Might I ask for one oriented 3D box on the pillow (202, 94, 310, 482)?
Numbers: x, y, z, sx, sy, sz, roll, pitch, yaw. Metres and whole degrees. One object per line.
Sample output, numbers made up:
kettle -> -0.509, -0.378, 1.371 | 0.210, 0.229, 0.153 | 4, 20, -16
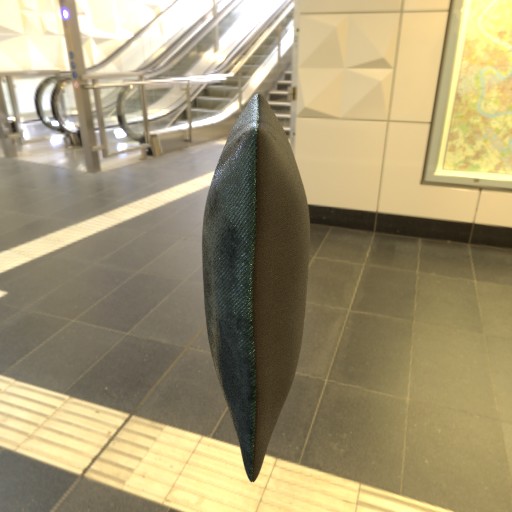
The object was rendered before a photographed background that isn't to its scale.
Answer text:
pillow -> 0.000, 0.000, 0.655 | 0.138, 0.430, 0.436 | 0, 25, 0
